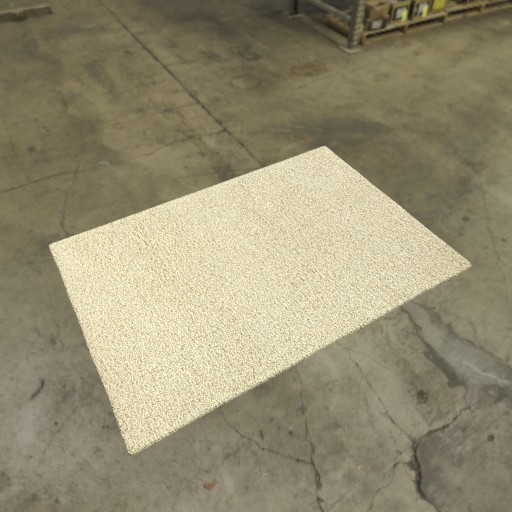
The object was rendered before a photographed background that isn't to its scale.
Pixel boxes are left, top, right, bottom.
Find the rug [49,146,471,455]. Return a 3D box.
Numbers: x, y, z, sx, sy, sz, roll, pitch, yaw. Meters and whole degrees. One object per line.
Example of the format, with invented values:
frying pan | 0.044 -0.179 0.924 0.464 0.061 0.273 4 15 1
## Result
rug | 0.000 0.000 2.249 1.778 0.030 1.219 -24 52 -20
